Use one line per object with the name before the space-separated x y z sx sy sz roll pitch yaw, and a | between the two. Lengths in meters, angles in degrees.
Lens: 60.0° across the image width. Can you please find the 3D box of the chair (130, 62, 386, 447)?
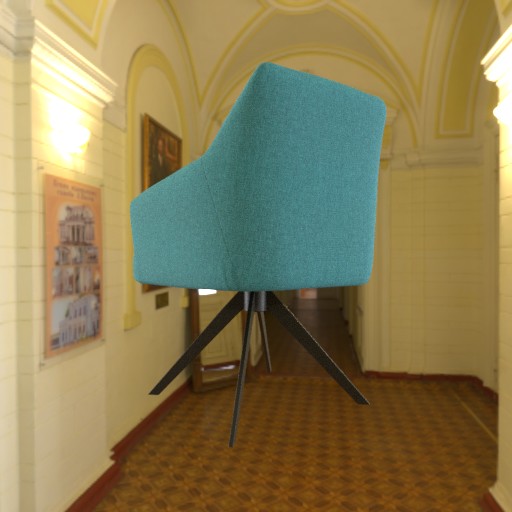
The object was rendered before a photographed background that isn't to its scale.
chair | 0.000 0.000 1.349 0.642 0.874 0.677 0 0 -36
